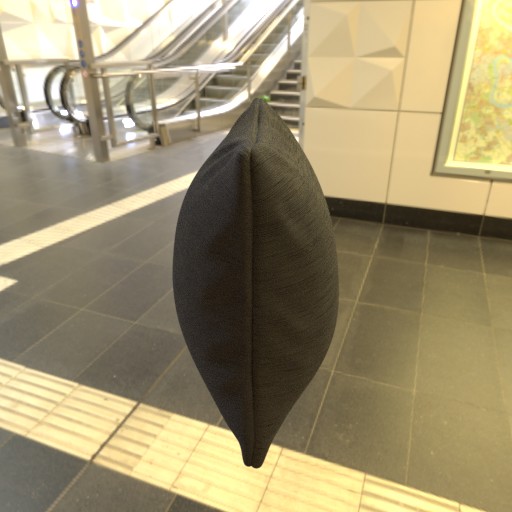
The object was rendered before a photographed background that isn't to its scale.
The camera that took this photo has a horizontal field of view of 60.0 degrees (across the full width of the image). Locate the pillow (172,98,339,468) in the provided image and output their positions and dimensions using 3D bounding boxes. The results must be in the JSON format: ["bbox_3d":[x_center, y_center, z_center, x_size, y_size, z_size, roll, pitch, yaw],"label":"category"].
[{"bbox_3d":[0.000,0.000,0.675,0.246,0.414,0.432,1,26,1],"label":"pillow"}]
